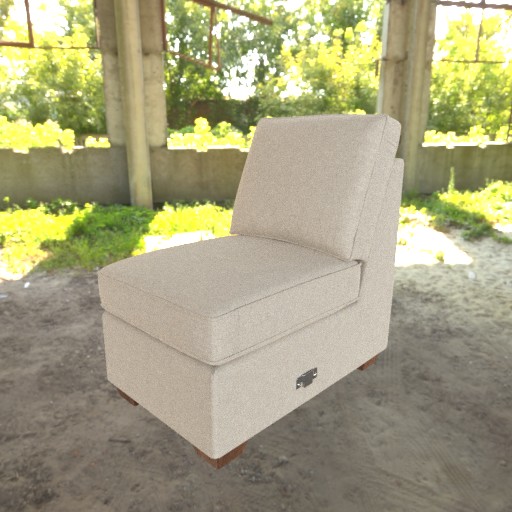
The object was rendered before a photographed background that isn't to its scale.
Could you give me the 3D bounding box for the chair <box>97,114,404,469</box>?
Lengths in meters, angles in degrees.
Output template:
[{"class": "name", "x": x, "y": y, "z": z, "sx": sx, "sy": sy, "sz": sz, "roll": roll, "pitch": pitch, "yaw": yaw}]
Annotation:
[{"class": "chair", "x": 0.000, "y": 0.000, "z": 1.564, "sx": 0.621, "sy": 0.970, "sz": 0.938, "roll": 14, "pitch": 21, "yaw": 42}]
